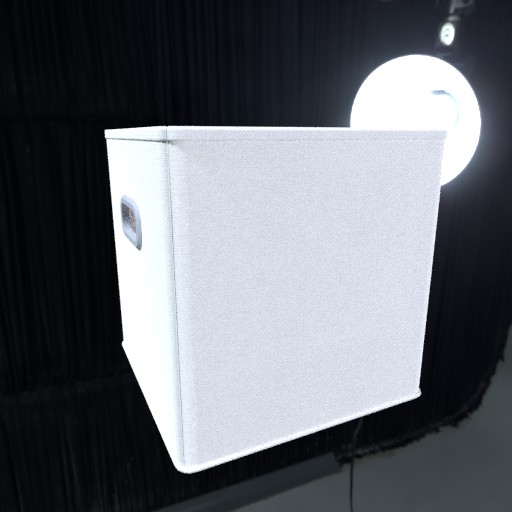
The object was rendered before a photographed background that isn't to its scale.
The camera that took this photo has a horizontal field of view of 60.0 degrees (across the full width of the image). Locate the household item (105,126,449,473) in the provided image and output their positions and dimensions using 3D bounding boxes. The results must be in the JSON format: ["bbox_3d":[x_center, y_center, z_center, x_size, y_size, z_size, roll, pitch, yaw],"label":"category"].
[{"bbox_3d":[0.000,0.000,0.555,0.305,0.305,0.305,-7,17,-25],"label":"household item"}]
